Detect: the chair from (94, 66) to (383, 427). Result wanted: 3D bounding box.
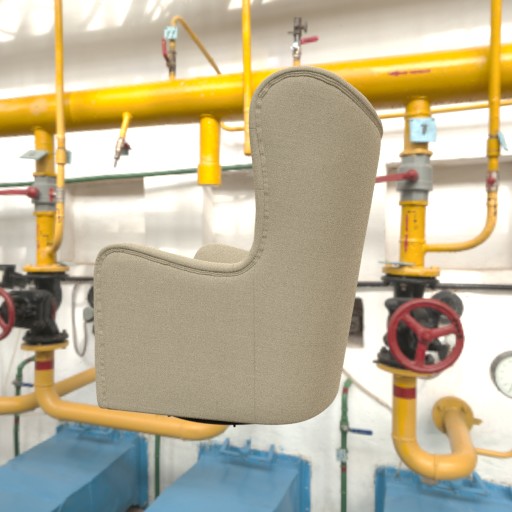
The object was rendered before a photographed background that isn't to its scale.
[{"bbox_3d":[0.000,0.000,1.694,0.929,1.079,0.831,0,1,18],"label":"chair"}]
